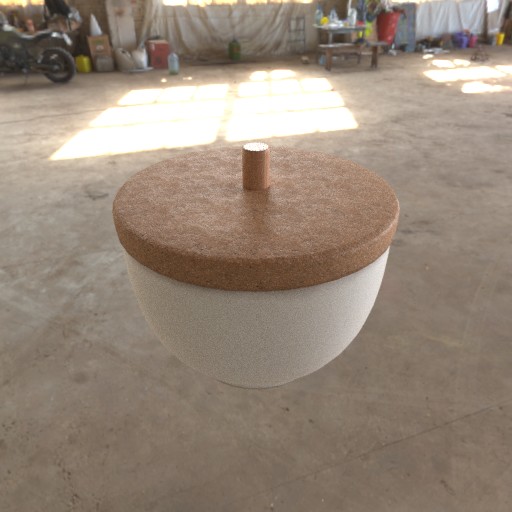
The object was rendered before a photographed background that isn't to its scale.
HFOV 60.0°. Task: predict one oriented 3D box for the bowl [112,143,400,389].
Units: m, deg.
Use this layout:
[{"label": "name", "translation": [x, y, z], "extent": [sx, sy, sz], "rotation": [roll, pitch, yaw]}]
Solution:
[{"label": "bowl", "translation": [0.000, 0.000, 0.219], "extent": [0.126, 0.110, 0.126], "rotation": [0, 32, 0]}]
